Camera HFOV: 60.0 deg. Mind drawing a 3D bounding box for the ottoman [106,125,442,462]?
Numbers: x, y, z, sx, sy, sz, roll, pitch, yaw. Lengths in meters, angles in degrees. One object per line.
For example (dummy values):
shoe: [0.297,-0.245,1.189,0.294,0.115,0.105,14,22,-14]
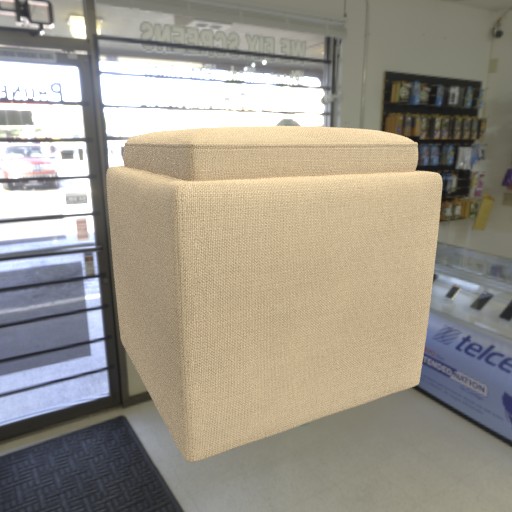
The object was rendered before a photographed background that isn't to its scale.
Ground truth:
ottoman: [0.000,0.000,0.819,0.450,0.460,0.451,-8,16,-27]
